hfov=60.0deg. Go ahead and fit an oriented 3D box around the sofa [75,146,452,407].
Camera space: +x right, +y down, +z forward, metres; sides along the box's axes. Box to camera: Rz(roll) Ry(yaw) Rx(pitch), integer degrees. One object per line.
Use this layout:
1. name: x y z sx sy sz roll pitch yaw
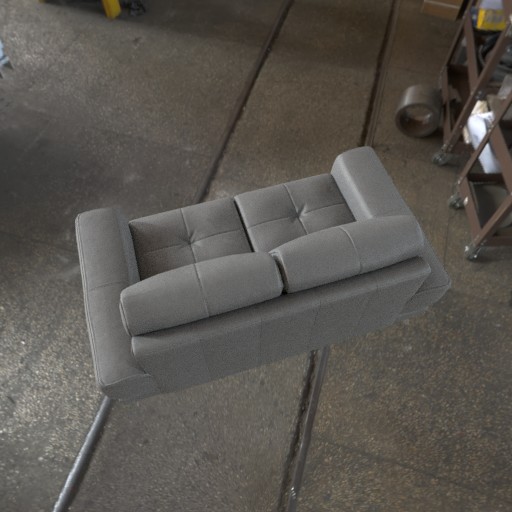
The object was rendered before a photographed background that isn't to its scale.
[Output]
1. sofa: 0.000 0.000 2.387 1.806 0.907 1.018 -15 60 -9
